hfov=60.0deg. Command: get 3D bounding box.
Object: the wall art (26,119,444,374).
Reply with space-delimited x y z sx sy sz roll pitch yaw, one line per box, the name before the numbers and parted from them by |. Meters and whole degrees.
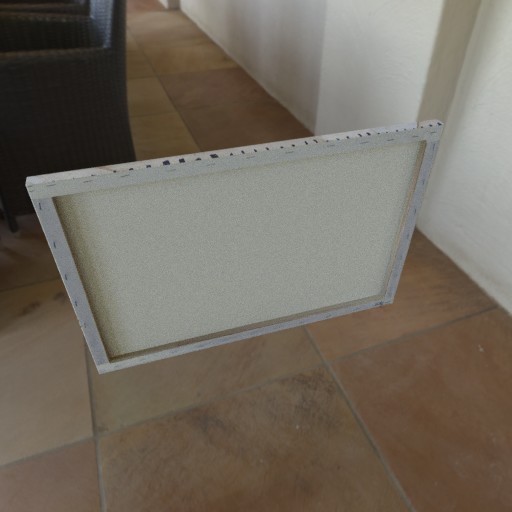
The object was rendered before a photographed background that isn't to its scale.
wall art | 0.000 0.000 1.427 1.143 0.757 0.038 -11 42 -13
